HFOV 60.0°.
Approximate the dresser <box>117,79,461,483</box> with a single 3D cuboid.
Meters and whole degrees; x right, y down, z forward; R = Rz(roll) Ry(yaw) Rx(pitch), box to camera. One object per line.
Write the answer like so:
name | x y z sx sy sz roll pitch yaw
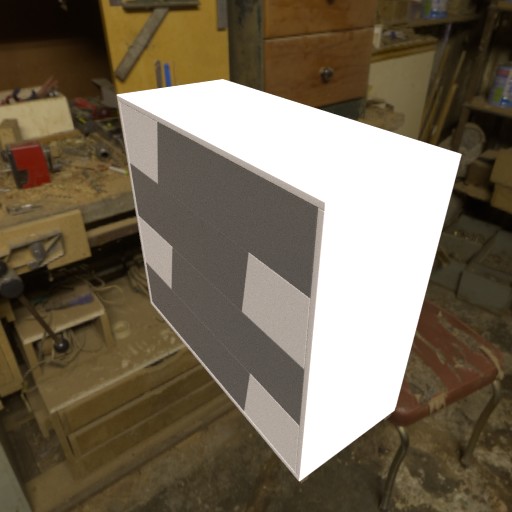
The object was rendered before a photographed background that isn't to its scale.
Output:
dresser | 0.000 0.000 1.626 0.460 1.000 1.100 -21 39 -30
